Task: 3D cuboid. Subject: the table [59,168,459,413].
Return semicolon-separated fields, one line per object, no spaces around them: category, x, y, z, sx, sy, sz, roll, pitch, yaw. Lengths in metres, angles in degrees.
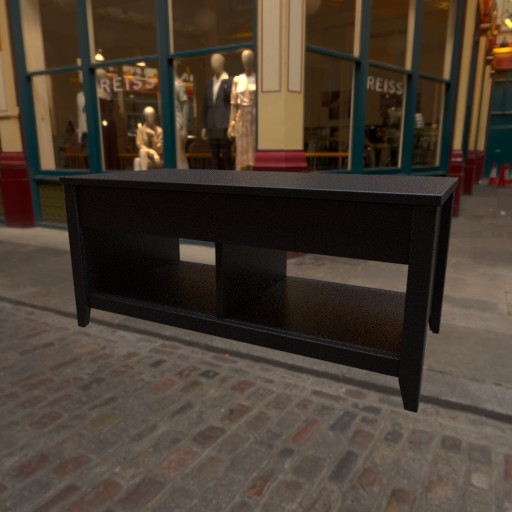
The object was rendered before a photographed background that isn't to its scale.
table;0.000;0.000;1.300;1.016;0.457;0.483;7;16;26
